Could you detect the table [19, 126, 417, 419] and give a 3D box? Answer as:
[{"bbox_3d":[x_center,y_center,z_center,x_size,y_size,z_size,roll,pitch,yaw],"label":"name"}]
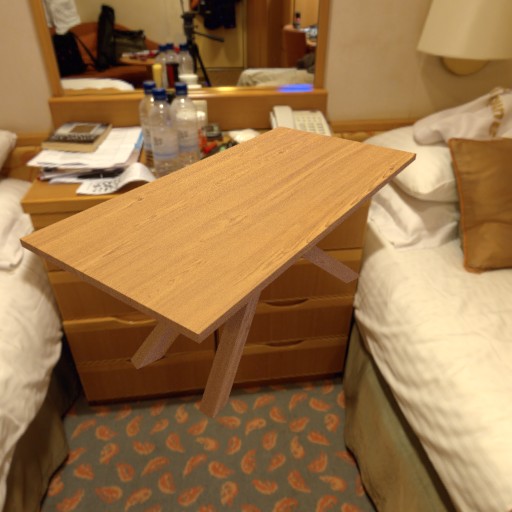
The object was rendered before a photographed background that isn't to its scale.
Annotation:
[{"bbox_3d":[0.000,0.000,2.260,0.901,0.750,1.797,21,38,29],"label":"table"}]
